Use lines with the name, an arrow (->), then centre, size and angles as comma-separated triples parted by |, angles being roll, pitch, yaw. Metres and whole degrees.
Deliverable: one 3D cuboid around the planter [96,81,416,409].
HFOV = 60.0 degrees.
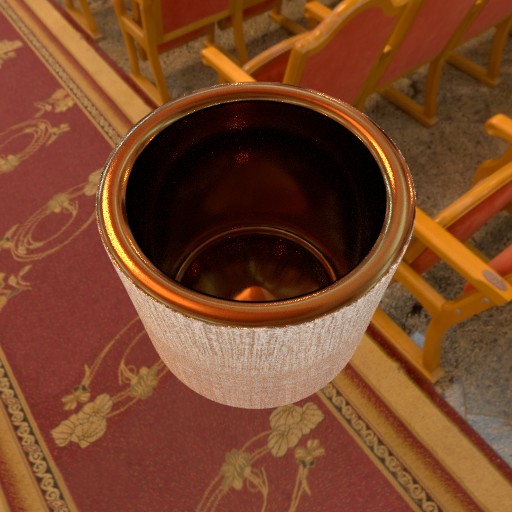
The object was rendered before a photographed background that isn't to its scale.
planter -> 0.000, 0.000, 0.310 | 0.177, 0.157, 0.177 | 0, 58, 0
